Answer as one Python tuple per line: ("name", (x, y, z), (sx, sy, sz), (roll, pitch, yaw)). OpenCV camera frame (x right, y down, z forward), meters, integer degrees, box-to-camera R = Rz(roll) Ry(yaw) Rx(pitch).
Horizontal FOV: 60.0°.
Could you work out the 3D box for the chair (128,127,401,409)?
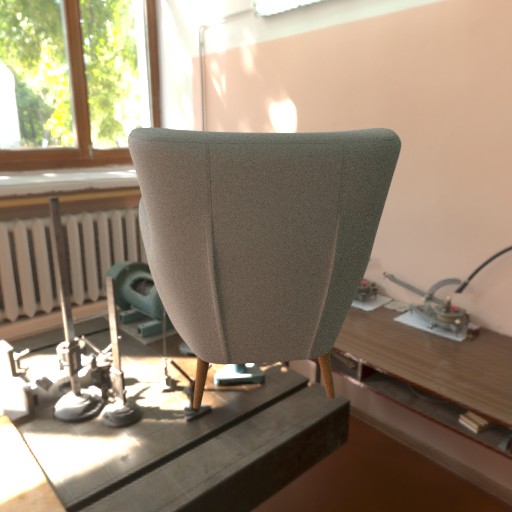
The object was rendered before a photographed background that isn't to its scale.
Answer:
("chair", (0.000, 0.000, 1.618), (0.890, 0.889, 0.889), (-2, 15, -7))
